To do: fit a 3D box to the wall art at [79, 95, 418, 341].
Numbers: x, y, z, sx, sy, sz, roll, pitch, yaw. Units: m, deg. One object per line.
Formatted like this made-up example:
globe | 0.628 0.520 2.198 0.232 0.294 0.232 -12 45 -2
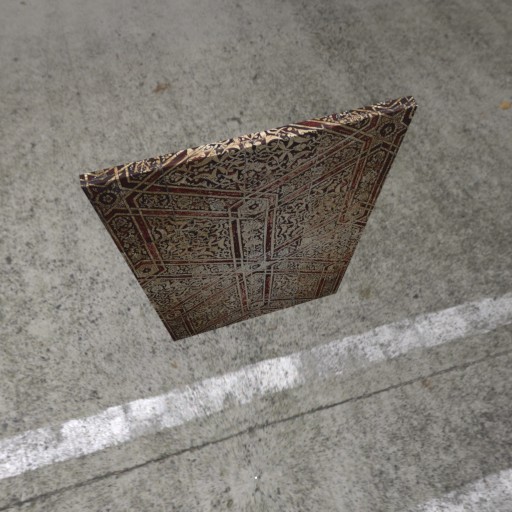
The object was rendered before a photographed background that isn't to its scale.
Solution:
wall art | 0.000 0.000 1.164 0.599 0.904 0.030 -16 64 -8
